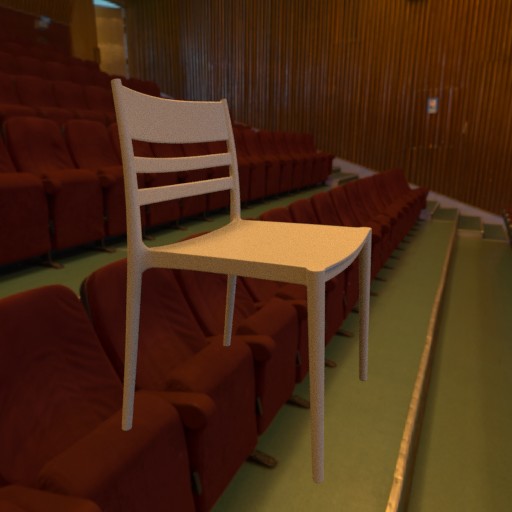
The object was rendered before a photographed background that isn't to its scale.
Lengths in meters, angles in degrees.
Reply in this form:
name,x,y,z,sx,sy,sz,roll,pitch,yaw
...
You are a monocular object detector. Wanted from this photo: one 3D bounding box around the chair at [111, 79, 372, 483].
name,x,y,z,sx,sy,sz,roll,pitch,yaw
chair,0.000,0.000,1.112,0.511,0.800,0.531,6,15,24
